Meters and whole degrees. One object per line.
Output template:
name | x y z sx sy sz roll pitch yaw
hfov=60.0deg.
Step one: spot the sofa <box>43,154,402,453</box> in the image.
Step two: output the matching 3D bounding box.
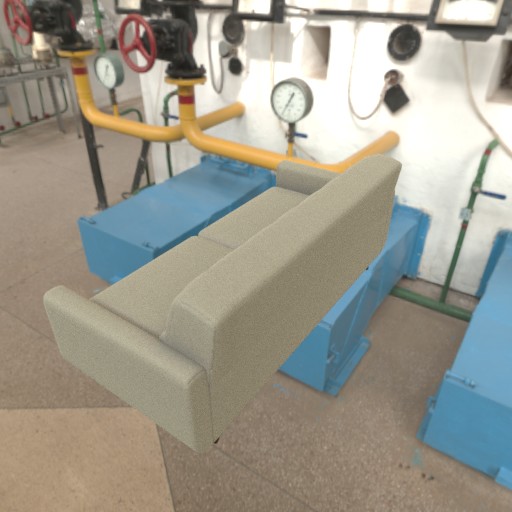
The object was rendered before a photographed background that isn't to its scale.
sofa | 0.000 0.000 2.649 0.980 0.892 2.137 21 39 29
